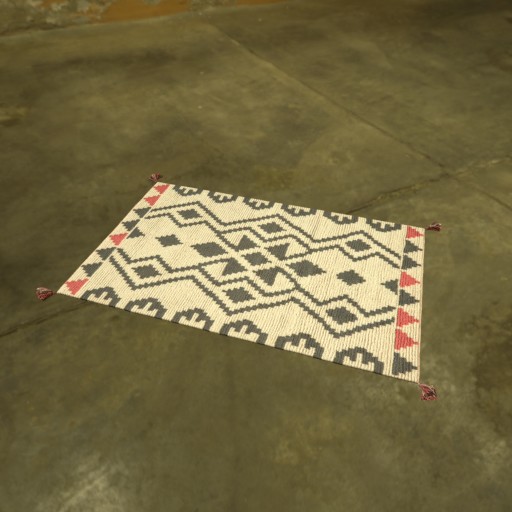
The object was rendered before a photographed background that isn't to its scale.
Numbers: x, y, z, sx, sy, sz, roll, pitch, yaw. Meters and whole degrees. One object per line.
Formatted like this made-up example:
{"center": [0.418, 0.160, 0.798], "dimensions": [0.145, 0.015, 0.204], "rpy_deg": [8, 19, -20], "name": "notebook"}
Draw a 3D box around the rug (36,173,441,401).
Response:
{"center": [0.000, 0.000, 3.349], "dimensions": [2.672, 0.066, 1.741], "rpy_deg": [12, 42, 13], "name": "rug"}
